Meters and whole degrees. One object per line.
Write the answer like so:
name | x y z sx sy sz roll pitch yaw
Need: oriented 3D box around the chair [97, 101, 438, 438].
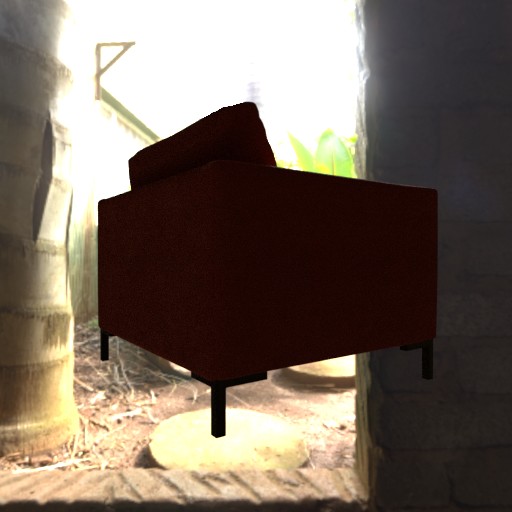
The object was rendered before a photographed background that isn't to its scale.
chair | 0.000 0.000 1.602 0.875 0.812 0.964 0 0 -35
